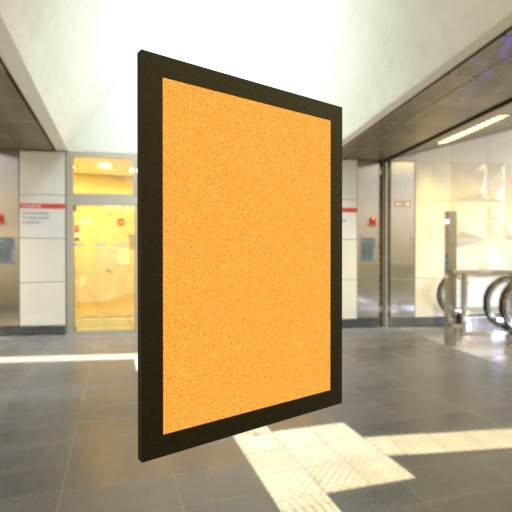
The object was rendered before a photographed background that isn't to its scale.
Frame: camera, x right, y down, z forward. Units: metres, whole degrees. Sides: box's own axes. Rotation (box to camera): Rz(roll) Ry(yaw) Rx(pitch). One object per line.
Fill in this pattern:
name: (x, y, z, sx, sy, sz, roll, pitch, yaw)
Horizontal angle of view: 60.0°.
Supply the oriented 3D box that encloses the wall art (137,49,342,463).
wall art: (0.000, 0.000, 0.594, 0.326, 0.459, 0.011, 0, 1, -37)
